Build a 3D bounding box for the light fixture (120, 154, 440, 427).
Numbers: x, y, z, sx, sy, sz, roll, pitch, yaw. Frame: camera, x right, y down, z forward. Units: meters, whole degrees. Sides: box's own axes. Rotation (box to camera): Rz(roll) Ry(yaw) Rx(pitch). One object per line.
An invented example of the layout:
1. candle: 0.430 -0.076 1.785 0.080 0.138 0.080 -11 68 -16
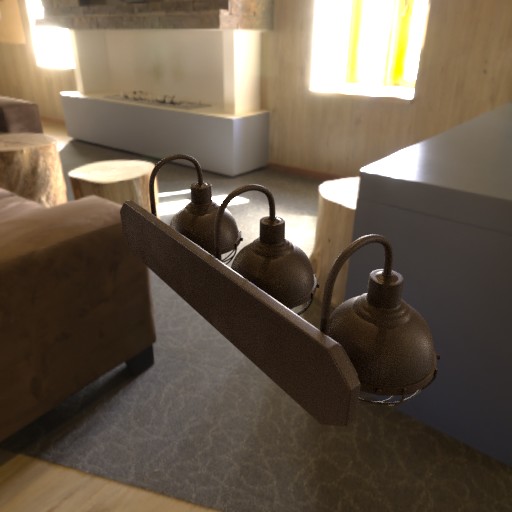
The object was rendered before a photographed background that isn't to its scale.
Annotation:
1. light fixture: 0.000 0.000 0.746 0.229 0.254 0.634 -19 32 -32
